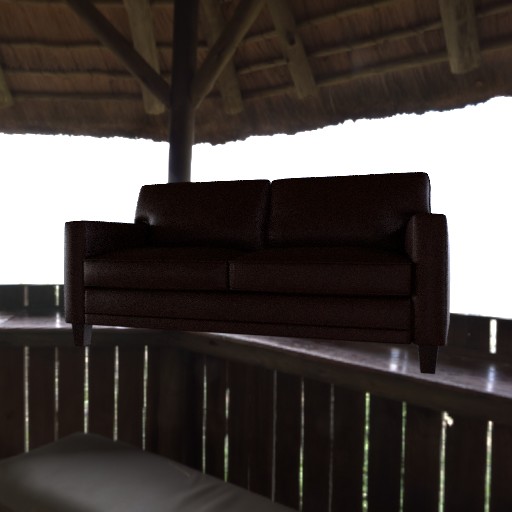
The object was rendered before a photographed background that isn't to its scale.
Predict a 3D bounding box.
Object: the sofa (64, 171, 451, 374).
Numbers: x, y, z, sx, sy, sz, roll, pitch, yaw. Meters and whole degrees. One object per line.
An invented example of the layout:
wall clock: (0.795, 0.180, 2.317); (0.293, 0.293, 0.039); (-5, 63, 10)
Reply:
sofa: (0.000, 0.000, 2.393); (1.876, 0.928, 0.912); (0, 1, 17)
